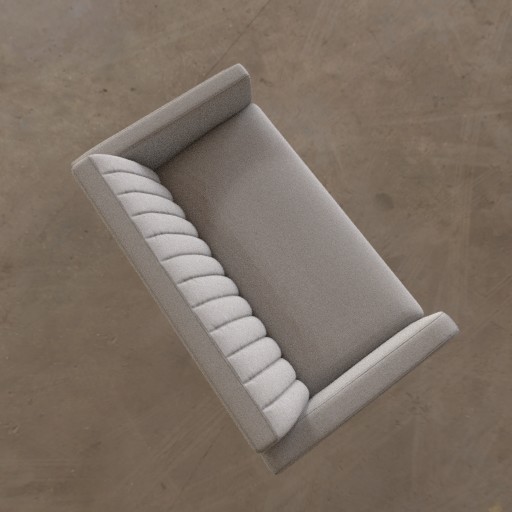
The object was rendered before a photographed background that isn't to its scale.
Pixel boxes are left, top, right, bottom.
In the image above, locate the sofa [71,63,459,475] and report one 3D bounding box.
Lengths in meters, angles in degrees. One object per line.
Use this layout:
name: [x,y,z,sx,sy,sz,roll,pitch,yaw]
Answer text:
sofa: [0.000,0.000,2.114,0.950,0.801,1.585,-34,78,-9]
